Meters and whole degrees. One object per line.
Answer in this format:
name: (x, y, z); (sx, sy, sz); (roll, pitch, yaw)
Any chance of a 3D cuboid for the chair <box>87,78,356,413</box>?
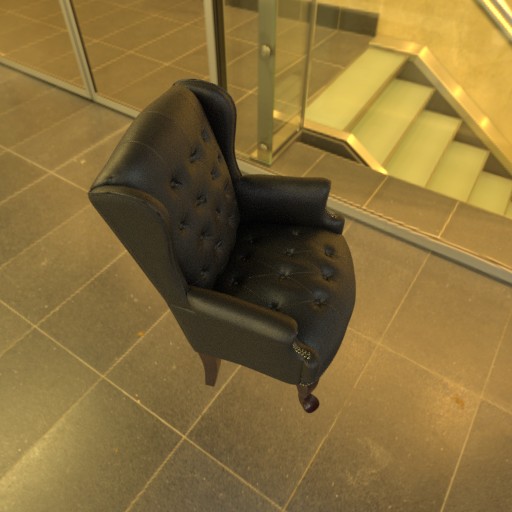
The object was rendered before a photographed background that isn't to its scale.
chair: (0.000, 0.000, 1.731); (0.822, 1.133, 0.831); (11, 48, 10)
